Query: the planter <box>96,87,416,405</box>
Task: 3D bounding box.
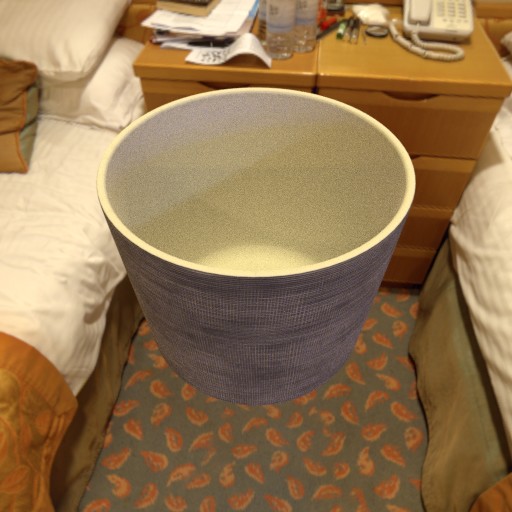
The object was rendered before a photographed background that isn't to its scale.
[{"bbox_3d":[0.000,0.000,0.772,0.440,0.398,0.440,0,47,0],"label":"planter"}]
